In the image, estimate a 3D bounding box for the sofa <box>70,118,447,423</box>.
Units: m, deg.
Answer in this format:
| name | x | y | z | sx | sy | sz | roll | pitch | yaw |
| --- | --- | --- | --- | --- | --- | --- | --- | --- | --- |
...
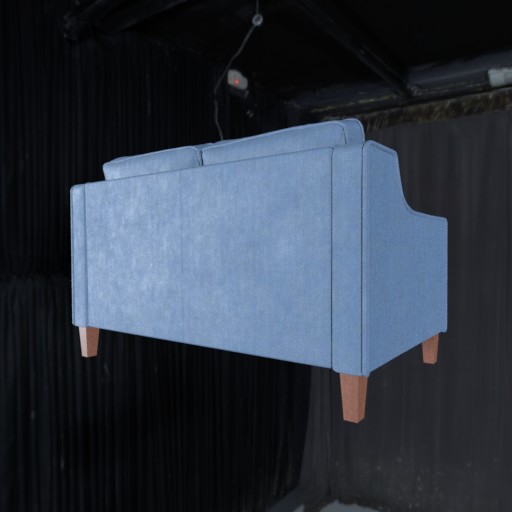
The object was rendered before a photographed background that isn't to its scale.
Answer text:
| name | x | y | z | sx | sy | sz | roll | pitch | yaw |
| --- | --- | --- | --- | --- | --- | --- | --- | --- | --- |
| sofa | 0.000 | 0.000 | 2.095 | 1.501 | 0.971 | 0.987 | 1 | 1 | 36 |
